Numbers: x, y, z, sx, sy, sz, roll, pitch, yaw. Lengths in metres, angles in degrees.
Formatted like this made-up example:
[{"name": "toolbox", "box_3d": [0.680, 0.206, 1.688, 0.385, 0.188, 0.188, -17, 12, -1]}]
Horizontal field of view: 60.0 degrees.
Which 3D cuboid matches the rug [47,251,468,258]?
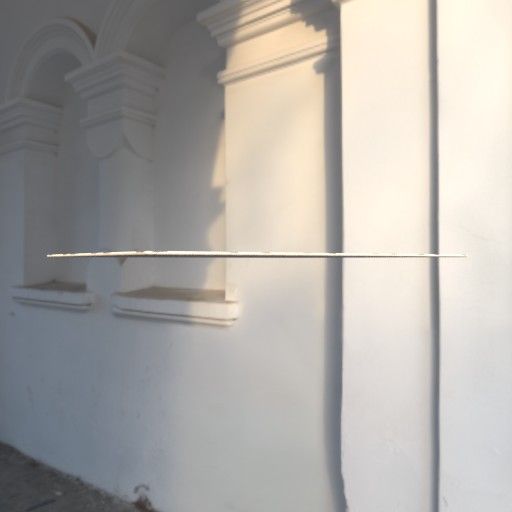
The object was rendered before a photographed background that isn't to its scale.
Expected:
[{"name": "rug", "box_3d": [0.000, 0.000, 3.838, 2.910, 0.021, 2.211, 0, -1, -36]}]
